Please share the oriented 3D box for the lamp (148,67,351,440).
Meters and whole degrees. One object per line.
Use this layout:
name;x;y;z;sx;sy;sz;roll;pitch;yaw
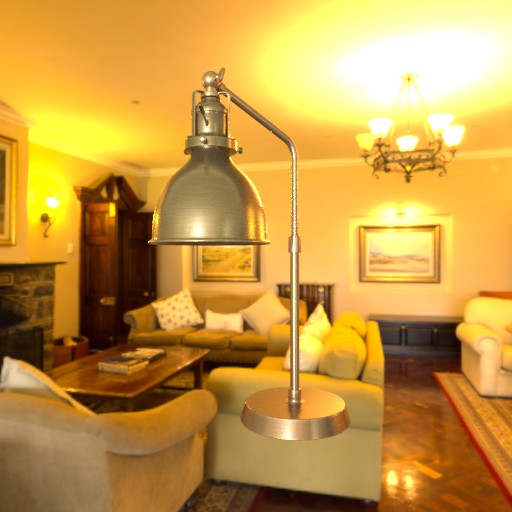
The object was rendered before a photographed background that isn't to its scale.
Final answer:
lamp;0.000;0.000;0.586;0.286;0.456;0.153;0;0;-35
